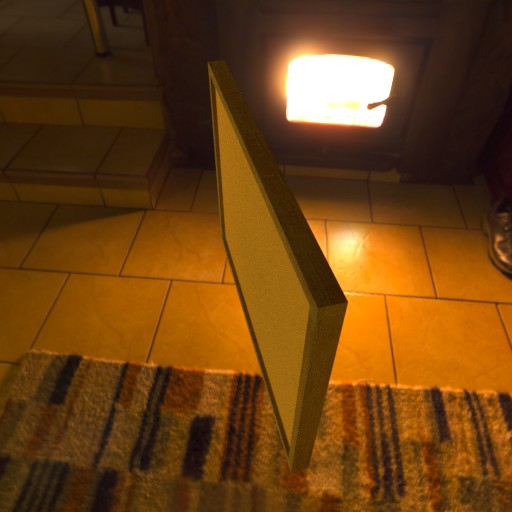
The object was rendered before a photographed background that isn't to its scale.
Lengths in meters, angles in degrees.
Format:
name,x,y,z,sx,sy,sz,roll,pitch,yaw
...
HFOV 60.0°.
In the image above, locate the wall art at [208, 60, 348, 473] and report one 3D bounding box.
name,x,y,z,sx,sy,sz,roll,pitch,yaw
wall art,0.000,0.000,1.756,0.070,1.009,1.320,-11,47,-10
